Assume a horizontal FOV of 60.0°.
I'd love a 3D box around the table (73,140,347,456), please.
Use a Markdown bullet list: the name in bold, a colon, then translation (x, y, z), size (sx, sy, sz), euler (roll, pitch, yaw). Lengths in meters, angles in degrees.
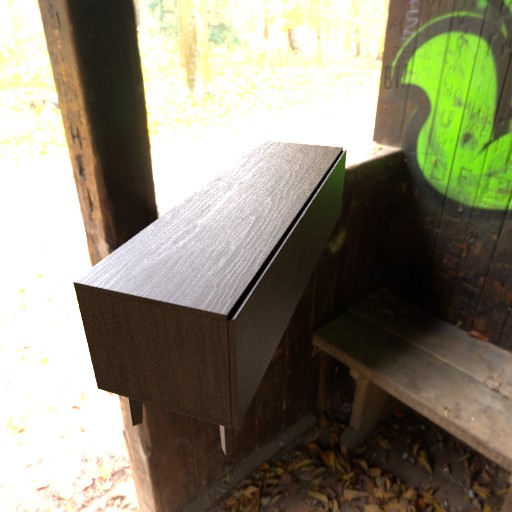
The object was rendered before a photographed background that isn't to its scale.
- **table**: translation (0.000, 0.000, 1.664), size (0.405, 0.508, 1.397), euler (10, 30, 17)
